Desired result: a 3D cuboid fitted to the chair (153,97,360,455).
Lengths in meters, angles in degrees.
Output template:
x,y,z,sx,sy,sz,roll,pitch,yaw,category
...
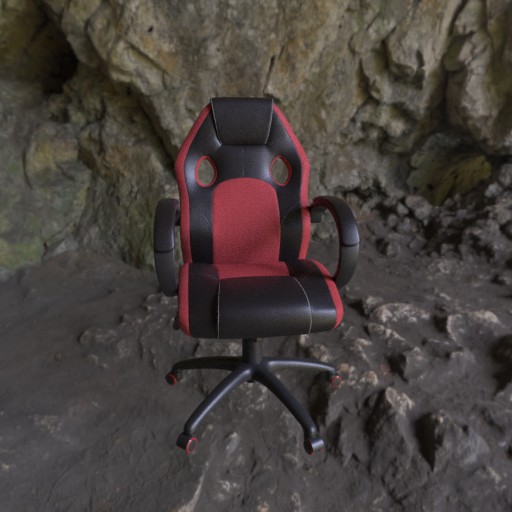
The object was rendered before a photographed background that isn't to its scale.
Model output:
x,y,z,sx,sy,sz,roll,pitch,yaw,category
0.000,0.000,1.667,0.750,1.189,0.783,-2,15,-7,chair
